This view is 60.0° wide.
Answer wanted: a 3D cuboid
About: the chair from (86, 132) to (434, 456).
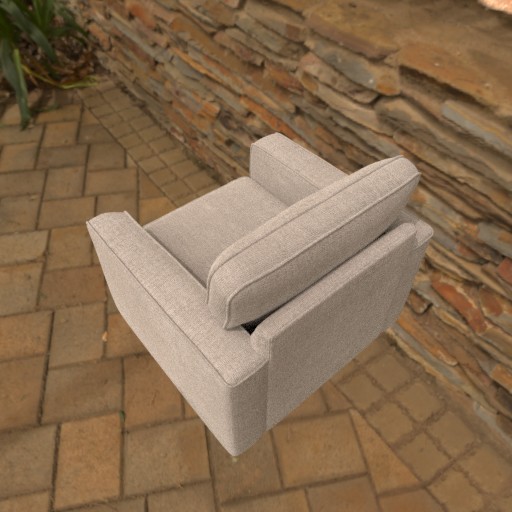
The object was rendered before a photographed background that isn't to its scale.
[{"bbox_3d":[0.000,0.000,1.811,1.015,0.965,0.939,-32,55,-26],"label":"chair"}]
